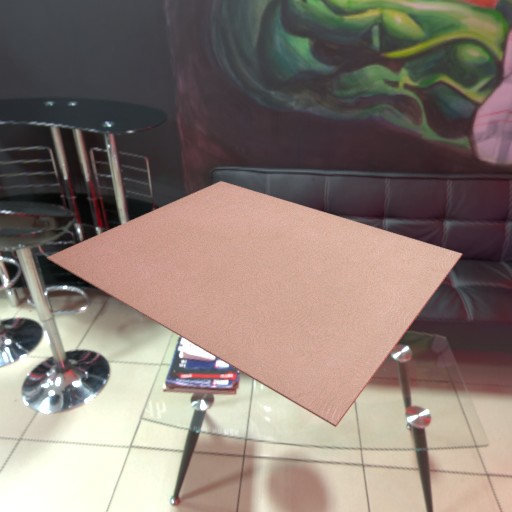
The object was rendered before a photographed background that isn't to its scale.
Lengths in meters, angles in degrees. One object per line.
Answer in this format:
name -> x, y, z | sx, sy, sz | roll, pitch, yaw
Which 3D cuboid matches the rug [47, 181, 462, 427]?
rug -> 0.000, 0.000, 3.527 | 2.584, 0.011, 2.073 | 22, 37, 32
